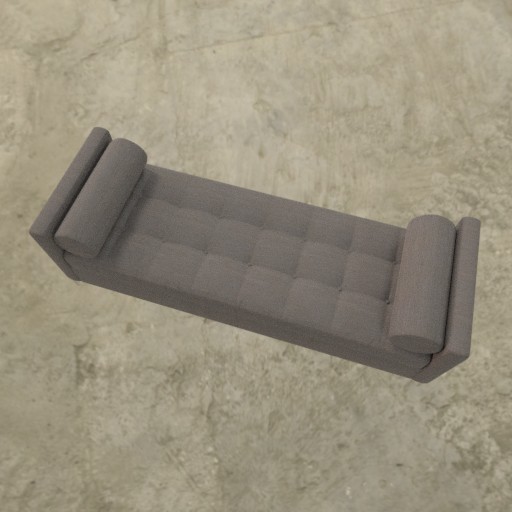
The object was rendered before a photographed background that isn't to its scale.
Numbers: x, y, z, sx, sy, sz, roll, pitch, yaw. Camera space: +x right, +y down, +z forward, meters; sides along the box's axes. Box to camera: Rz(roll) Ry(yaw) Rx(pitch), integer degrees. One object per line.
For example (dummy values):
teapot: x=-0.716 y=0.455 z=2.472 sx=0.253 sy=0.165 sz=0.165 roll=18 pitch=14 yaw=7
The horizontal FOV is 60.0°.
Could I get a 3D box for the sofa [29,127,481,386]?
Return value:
sofa: x=0.000 y=0.000 z=2.299 sx=1.981 sy=0.635 sz=0.686 roll=15 pitch=63 yaw=8
